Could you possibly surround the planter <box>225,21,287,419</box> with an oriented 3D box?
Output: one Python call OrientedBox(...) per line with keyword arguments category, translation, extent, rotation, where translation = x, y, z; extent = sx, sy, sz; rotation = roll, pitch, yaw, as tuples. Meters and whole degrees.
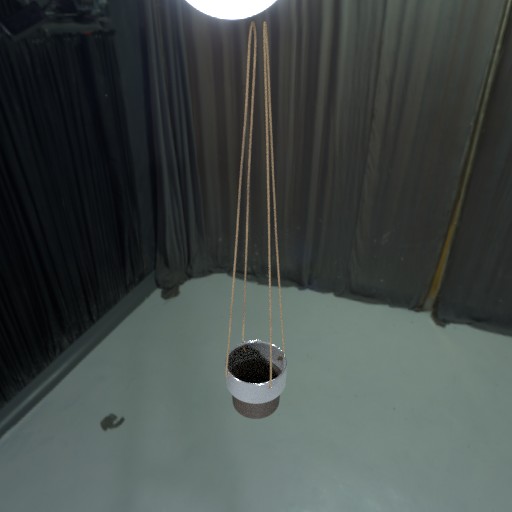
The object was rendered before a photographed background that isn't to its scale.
OrientedBox(category="planter", translation=(0.000, 0.000, 1.144), extent=(0.187, 1.073, 0.187), rotation=(10, 32, 16))
